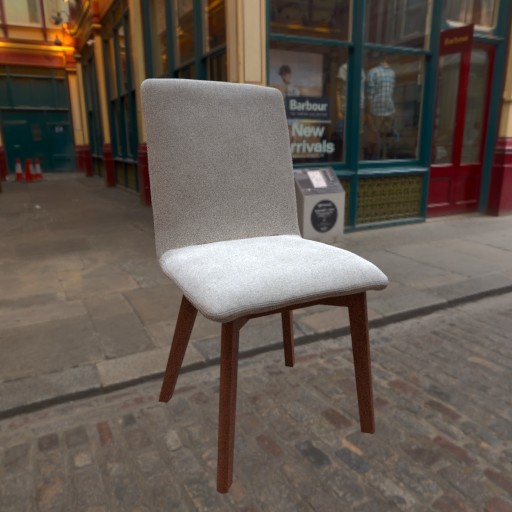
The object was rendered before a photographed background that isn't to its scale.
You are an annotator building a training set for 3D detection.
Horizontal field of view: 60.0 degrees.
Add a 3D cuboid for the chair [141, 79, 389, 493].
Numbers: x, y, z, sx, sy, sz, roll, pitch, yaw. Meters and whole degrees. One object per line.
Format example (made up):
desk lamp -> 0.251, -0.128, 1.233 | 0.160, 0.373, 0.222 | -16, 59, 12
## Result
chair -> 0.000, 0.000, 1.253 | 0.522, 0.974, 0.563 | -8, 17, -27
